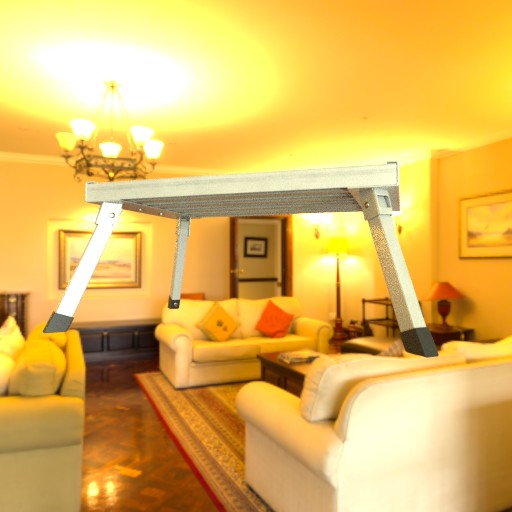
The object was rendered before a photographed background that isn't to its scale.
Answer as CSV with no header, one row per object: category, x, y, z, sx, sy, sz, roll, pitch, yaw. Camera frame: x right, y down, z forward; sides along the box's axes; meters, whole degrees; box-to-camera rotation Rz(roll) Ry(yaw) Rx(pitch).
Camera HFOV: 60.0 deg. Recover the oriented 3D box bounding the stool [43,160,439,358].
stool,0.000,0.000,0.735,0.535,0.225,0.385,0,-1,18
